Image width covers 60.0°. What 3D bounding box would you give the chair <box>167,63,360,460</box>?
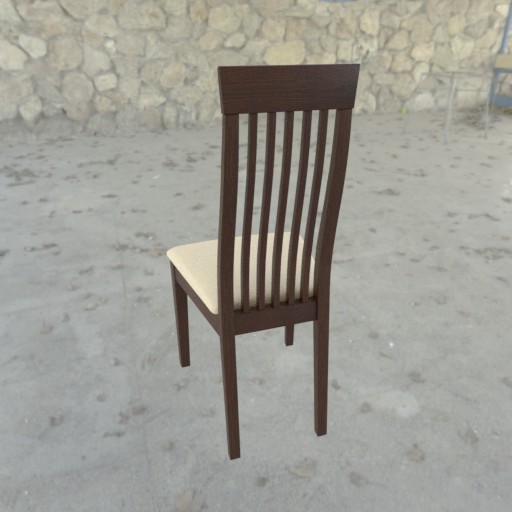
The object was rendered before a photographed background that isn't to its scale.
[{"bbox_3d":[0.000,0.000,1.268,0.460,1.027,0.474,-8,27,-16],"label":"chair"}]
